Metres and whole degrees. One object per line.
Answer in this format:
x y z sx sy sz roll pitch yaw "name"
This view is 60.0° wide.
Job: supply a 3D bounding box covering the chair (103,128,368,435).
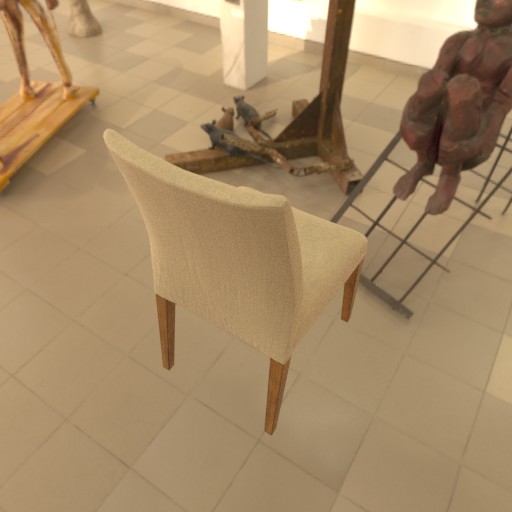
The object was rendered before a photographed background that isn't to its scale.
0.000 0.000 1.296 0.496 0.940 0.585 25 52 22 "chair"
